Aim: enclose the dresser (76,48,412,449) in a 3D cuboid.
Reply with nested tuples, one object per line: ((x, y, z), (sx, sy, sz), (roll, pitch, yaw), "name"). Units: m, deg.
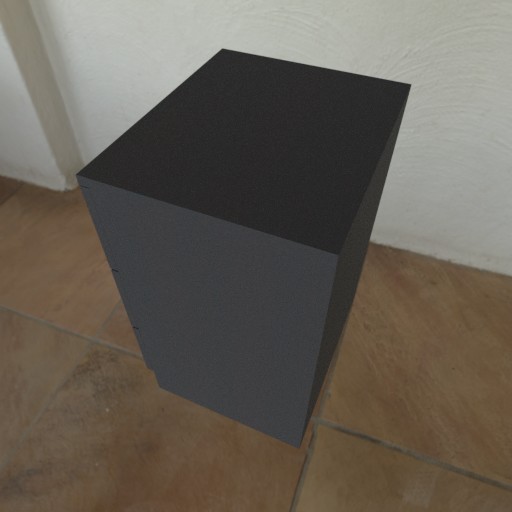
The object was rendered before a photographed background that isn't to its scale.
((0.000, 0.000, 0.830), (0.360, 0.560, 0.400), (18, 50, 16), "dresser")
